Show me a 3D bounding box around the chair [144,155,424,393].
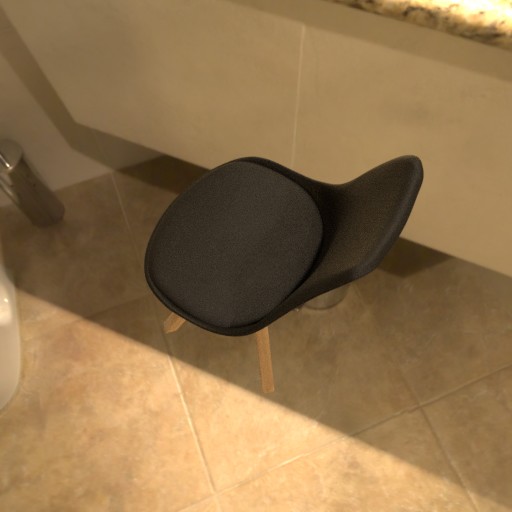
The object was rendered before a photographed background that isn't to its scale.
[{"bbox_3d":[0.000,0.000,1.135,0.549,0.850,0.485,29,68,13],"label":"chair"}]
